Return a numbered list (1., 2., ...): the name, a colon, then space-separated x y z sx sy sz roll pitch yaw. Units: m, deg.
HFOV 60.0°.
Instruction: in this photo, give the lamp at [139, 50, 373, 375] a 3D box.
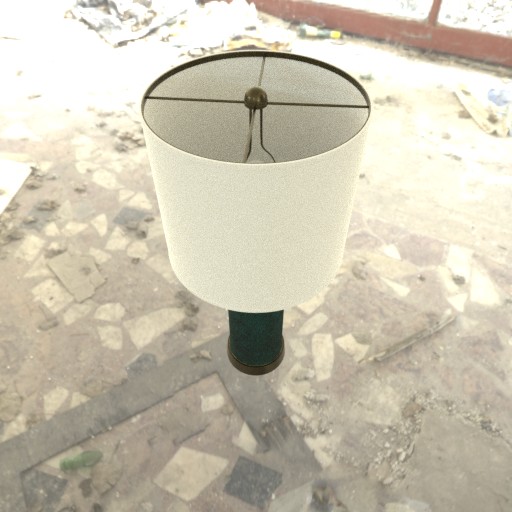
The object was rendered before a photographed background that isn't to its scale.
1. lamp: 0.000 0.000 0.795 0.301 0.630 0.301 -31 54 -26
